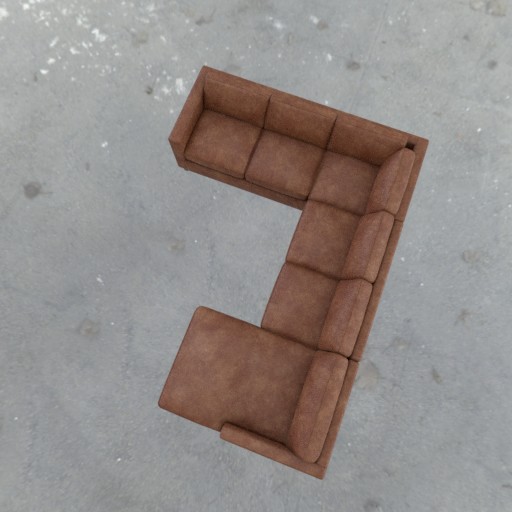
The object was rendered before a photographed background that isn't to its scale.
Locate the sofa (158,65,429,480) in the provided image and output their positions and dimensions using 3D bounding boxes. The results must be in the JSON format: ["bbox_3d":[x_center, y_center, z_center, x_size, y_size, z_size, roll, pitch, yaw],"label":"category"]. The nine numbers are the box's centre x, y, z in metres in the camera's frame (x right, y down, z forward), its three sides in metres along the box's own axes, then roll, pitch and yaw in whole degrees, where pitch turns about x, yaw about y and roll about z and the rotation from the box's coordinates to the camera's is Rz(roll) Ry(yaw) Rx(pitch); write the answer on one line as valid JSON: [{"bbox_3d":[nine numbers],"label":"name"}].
[{"bbox_3d":[0.000,0.000,4.421,2.452,0.888,3.324,20,77,5],"label":"sofa"}]
